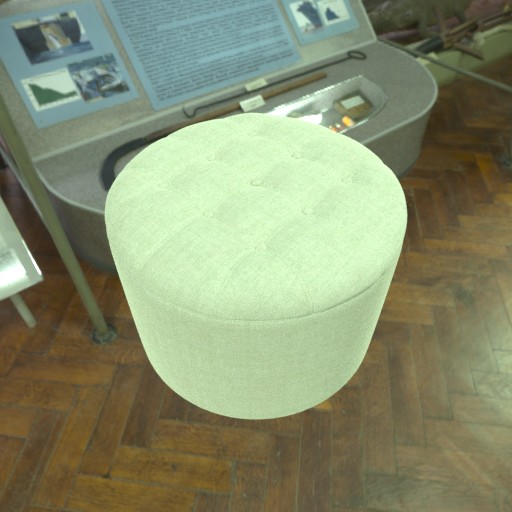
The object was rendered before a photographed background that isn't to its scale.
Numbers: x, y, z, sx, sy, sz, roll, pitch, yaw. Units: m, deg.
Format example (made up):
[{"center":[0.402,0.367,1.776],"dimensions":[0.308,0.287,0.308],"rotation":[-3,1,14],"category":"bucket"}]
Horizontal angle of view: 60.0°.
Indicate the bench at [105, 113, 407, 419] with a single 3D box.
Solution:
[{"center":[0.000,0.000,1.023],"dimensions":[0.600,0.453,0.600],"rotation":[0,46,0],"category":"bench"}]
